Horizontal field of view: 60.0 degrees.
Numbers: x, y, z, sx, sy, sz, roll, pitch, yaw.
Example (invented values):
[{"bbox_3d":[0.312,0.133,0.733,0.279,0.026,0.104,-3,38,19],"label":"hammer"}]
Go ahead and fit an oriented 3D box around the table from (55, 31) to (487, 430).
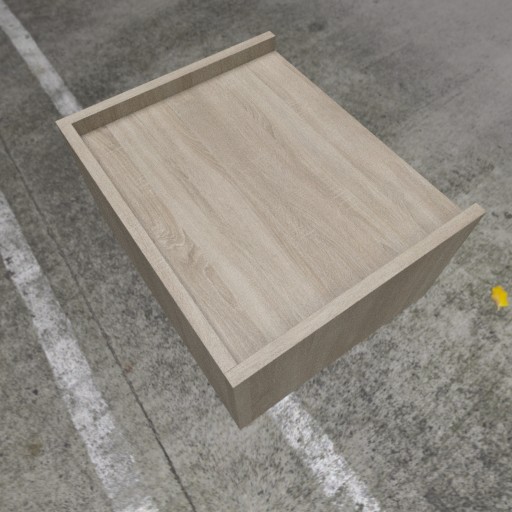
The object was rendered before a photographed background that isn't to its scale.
[{"bbox_3d":[0.000,0.000,0.780,0.370,0.470,0.450,-31,64,-17],"label":"table"}]
